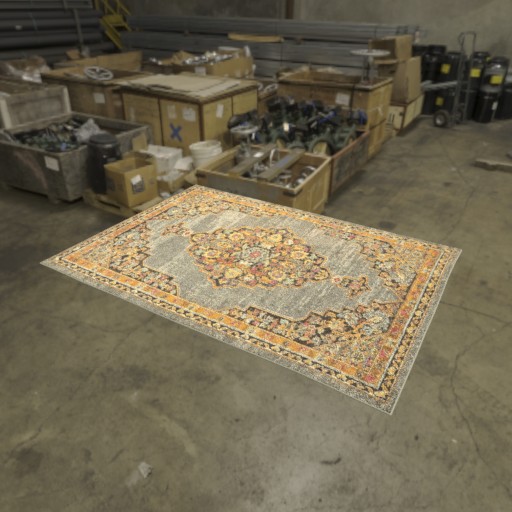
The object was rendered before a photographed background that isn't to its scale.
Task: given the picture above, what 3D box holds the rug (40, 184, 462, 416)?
[{"bbox_3d":[0.000,0.000,3.911,3.063,0.024,2.158,17,35,27],"label":"rug"}]
